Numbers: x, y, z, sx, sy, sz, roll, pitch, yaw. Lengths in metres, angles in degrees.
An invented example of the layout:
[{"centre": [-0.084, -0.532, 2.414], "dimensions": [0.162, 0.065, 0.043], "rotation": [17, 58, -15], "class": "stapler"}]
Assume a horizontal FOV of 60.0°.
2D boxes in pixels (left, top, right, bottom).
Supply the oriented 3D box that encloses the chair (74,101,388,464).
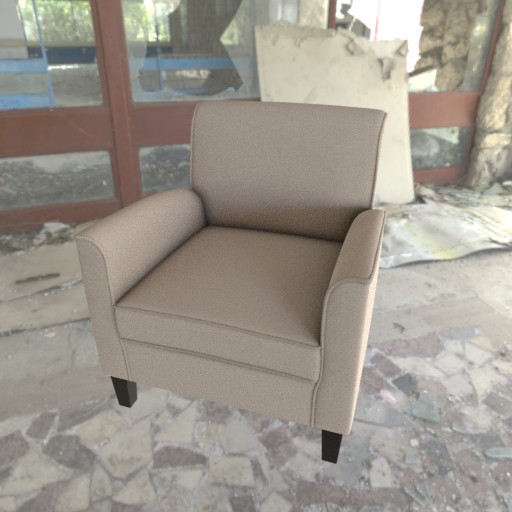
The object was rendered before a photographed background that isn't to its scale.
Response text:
[{"centre": [0.000, 0.000, 1.533], "dimensions": [0.820, 0.915, 0.820], "rotation": [8, 28, 16], "class": "chair"}]
